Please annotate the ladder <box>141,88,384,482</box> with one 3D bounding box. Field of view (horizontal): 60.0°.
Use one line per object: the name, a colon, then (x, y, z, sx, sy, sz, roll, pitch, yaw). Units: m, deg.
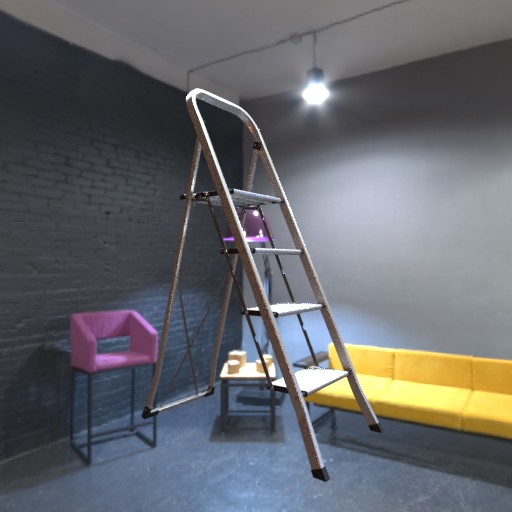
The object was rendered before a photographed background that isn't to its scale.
ladder: (0.000, 0.000, 1.692, 0.830, 1.290, 0.465, 0, -1, 36)
